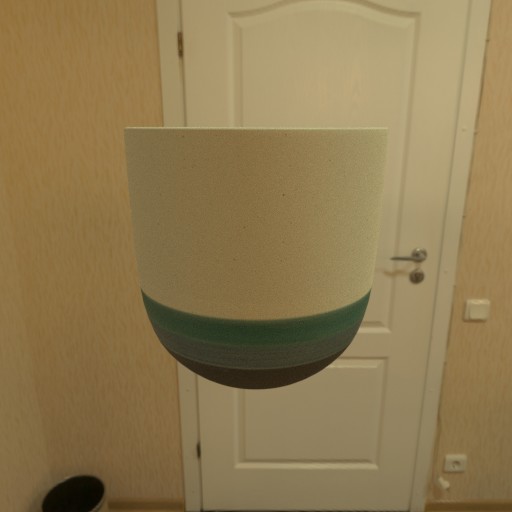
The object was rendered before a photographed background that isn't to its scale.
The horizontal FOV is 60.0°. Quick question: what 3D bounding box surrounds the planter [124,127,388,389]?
[{"bbox_3d":[0.000,0.000,0.384,0.204,0.214,0.204,0,16,0],"label":"planter"}]
